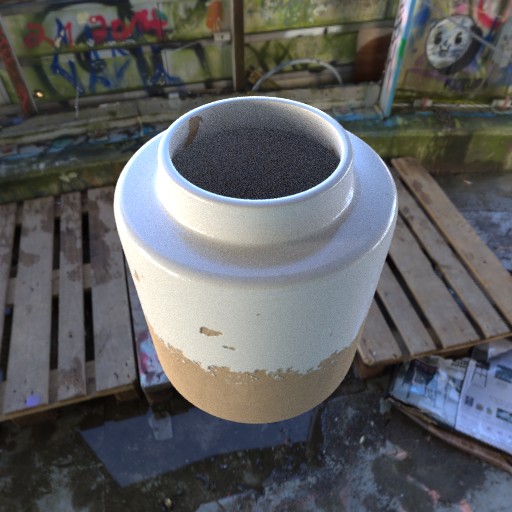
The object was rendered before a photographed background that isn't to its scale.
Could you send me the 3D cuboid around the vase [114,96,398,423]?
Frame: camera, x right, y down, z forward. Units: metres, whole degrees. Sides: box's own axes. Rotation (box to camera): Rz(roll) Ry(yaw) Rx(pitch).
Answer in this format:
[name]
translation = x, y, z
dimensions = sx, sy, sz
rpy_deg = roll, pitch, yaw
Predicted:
[vase]
translation = 0.000, 0.000, 0.283
dimensions = 0.153, 0.167, 0.153
rpy_deg = 0, 47, 0
